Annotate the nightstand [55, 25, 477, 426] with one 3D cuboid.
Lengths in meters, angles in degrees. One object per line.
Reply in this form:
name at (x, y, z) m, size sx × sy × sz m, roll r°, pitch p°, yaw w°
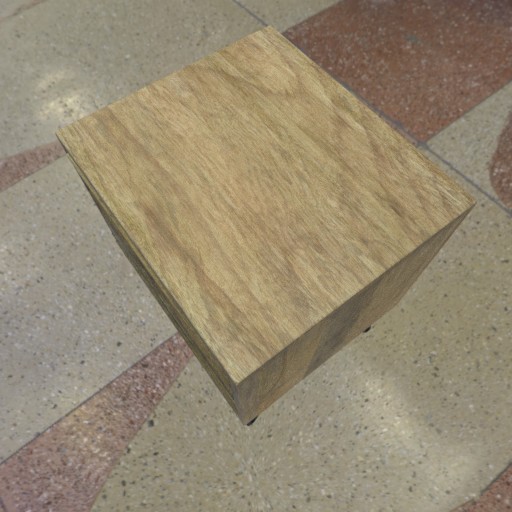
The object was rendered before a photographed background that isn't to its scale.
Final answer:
nightstand at (0.000, 0.000, 0.871) m, size 0.406 × 0.559 × 0.457 m, roll -34°, pitch 68°, yaw -16°
